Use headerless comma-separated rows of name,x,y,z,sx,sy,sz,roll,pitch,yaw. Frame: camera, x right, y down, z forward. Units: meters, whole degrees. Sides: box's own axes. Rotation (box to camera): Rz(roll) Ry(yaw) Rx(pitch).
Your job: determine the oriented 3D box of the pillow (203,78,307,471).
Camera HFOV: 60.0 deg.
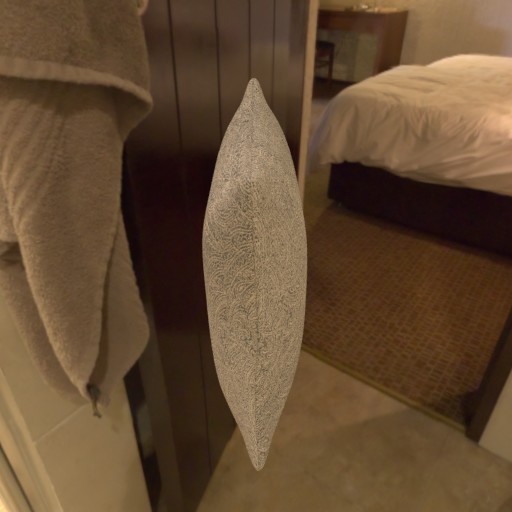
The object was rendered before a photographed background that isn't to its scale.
pillow,0.000,0.000,0.804,0.166,0.510,0.523,0,33,0
